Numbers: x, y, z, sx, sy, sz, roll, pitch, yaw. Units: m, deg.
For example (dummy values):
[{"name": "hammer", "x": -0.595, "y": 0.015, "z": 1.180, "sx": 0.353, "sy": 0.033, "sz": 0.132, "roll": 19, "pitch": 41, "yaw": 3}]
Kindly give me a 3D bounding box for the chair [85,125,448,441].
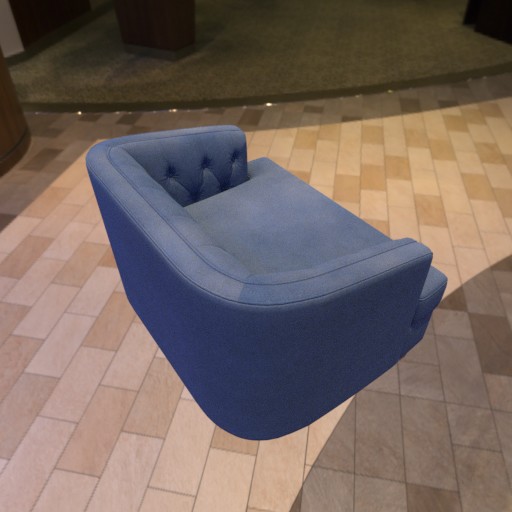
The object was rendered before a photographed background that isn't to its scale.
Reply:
[{"name": "chair", "x": 0.000, "y": 0.000, "z": 1.721, "sx": 0.914, "sy": 0.787, "sz": 1.118, "roll": -25, "pitch": 46, "yaw": -26}]
